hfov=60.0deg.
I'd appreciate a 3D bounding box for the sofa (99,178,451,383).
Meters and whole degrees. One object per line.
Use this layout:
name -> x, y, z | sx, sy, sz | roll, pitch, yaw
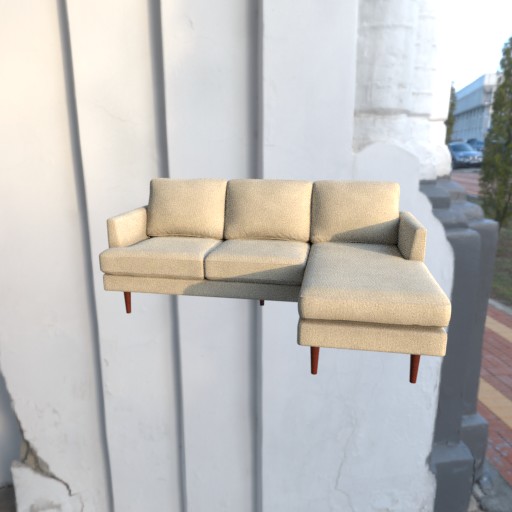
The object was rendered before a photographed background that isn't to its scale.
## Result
sofa -> 0.000, 0.000, 3.063 | 2.233, 0.956, 1.504 | 3, 15, 10
